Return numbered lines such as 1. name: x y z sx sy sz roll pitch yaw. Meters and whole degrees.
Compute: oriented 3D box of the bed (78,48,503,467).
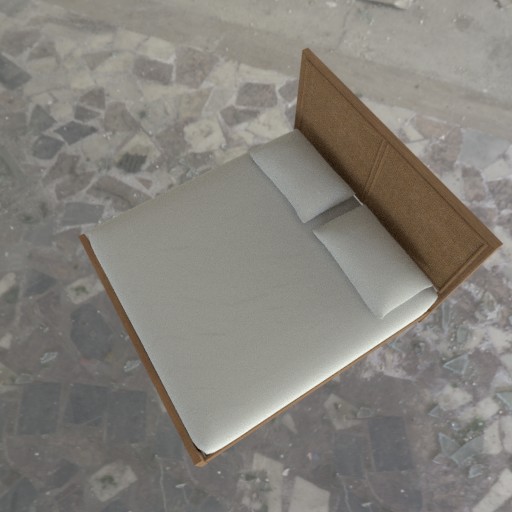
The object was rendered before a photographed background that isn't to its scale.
1. bed: 0.000 0.000 3.350 2.184 1.387 2.003 -29 67 -14
